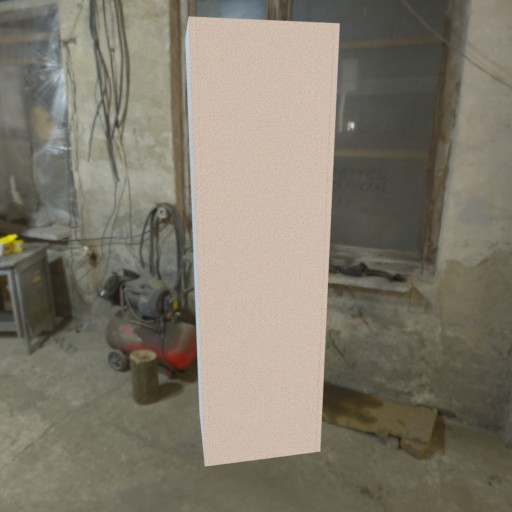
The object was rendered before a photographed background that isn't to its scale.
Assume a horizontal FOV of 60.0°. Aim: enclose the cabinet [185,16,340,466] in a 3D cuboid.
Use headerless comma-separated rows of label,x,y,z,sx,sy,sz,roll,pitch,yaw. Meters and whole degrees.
cabinet,0.000,0.000,1.470,0.400,1.350,0.300,-3,16,-10
